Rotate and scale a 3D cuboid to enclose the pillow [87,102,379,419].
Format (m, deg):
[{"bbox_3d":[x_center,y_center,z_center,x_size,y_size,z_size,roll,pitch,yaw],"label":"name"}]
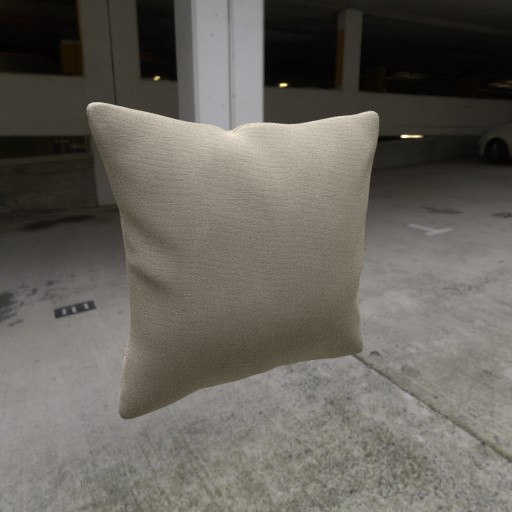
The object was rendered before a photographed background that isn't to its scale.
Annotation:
[{"bbox_3d":[0.000,0.000,0.658,0.437,0.420,0.162,-8,17,-27],"label":"pillow"}]
